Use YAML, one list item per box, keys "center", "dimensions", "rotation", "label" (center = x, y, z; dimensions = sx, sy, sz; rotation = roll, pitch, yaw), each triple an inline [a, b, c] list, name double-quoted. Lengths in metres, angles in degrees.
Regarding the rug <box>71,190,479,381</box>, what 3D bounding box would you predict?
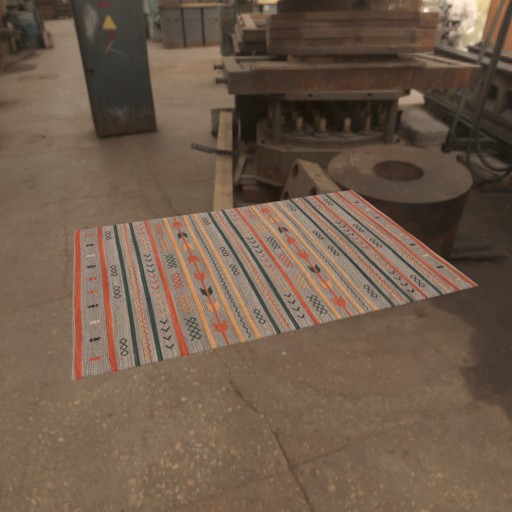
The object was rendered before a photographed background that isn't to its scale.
- center: [0.000, 0.000, 2.351]
  dimensions: [1.835, 0.017, 1.220]
  rotation: [-10, 33, -16]
  label: "rug"
